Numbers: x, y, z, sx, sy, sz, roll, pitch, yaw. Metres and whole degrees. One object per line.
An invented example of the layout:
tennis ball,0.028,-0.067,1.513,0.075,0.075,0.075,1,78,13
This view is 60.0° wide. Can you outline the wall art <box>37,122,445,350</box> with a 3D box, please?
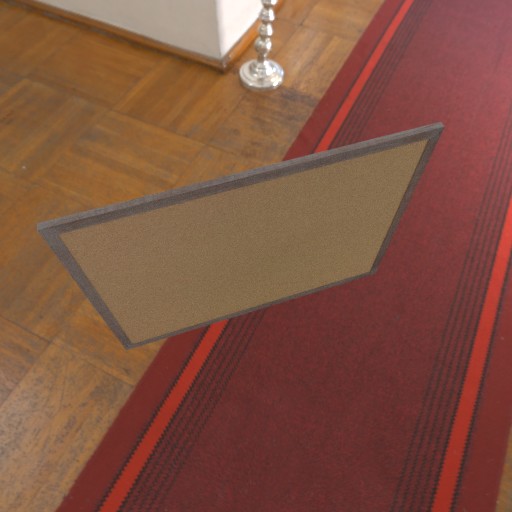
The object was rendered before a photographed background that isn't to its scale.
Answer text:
wall art,0.000,0.000,1.386,1.012,0.774,0.019,-16,60,-10
